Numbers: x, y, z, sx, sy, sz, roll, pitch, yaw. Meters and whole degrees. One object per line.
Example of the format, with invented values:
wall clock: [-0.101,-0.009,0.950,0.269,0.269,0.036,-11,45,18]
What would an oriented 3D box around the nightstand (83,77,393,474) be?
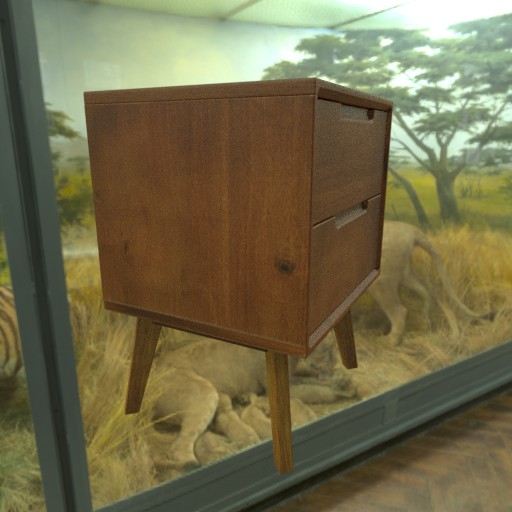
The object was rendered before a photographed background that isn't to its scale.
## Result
nightstand: [0.000,0.000,0.913,0.411,0.618,0.460,8,17,27]
